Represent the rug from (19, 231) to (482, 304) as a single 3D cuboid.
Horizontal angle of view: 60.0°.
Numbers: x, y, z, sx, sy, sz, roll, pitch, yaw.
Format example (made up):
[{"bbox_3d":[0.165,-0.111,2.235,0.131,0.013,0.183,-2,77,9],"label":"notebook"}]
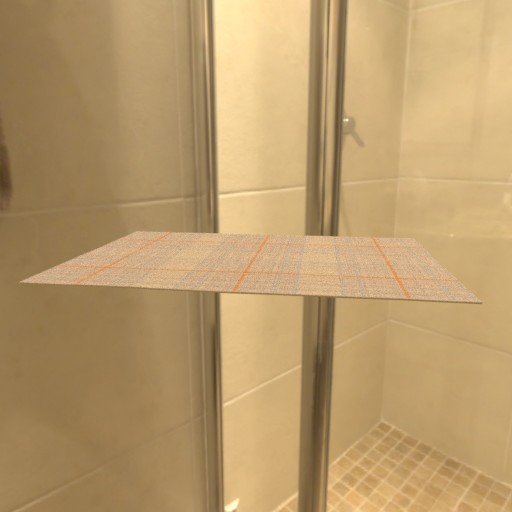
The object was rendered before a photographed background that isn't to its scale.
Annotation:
[{"bbox_3d":[0.000,0.000,2.312,1.825,0.015,1.232,2,13,8],"label":"rug"}]
